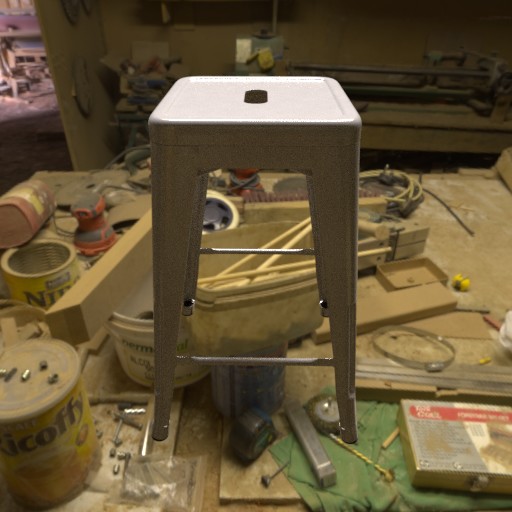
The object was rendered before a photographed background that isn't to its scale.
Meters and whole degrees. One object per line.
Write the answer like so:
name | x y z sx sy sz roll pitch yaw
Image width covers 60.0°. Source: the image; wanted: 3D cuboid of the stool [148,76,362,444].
stool | 0.000 0.000 0.866 0.406 0.610 0.406 0 33 1
